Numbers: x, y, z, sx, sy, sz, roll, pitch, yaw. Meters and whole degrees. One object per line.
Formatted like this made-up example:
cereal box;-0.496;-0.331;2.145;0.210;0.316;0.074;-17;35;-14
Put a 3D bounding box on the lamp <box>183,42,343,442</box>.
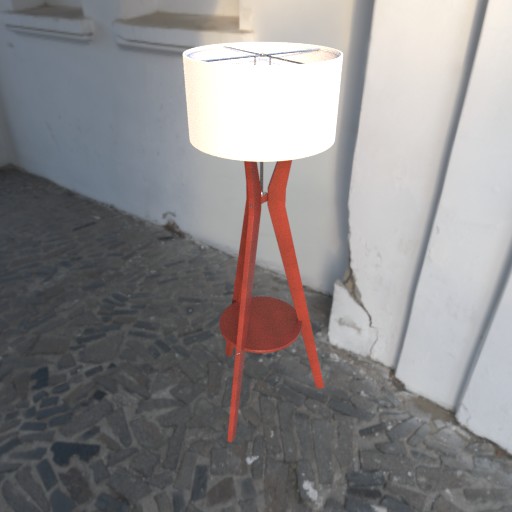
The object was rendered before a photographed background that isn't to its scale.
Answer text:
lamp;0.000;0.000;1.737;0.539;1.472;0.542;-20;37;-29
